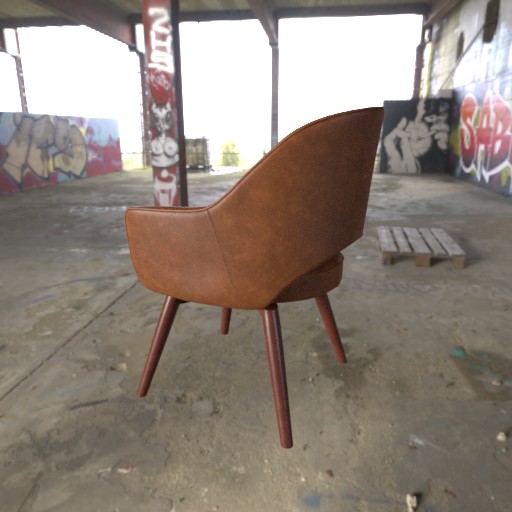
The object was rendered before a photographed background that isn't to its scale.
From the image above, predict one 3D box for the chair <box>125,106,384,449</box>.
[{"bbox_3d":[0.000,0.000,1.235,0.640,0.777,0.591,8,18,26],"label":"chair"}]
